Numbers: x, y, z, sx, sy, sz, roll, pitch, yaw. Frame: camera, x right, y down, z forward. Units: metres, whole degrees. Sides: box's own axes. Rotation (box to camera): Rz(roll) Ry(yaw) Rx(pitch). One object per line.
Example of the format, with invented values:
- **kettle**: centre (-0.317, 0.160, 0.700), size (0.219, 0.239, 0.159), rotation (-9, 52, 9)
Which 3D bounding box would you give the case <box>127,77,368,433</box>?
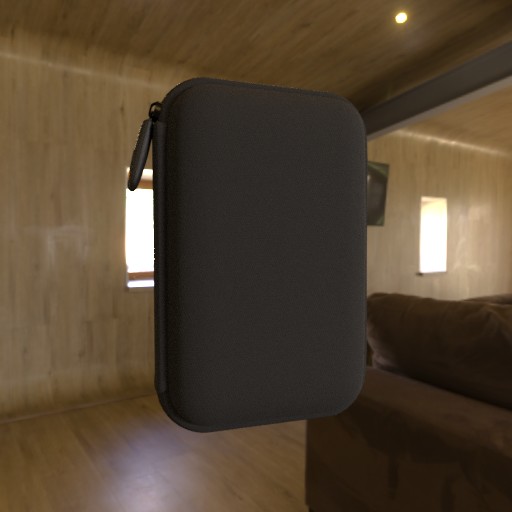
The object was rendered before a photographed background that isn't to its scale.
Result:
- **case**: centre (0.000, 0.000, 0.192), size (0.107, 0.147, 0.030), rotation (0, 1, -18)
